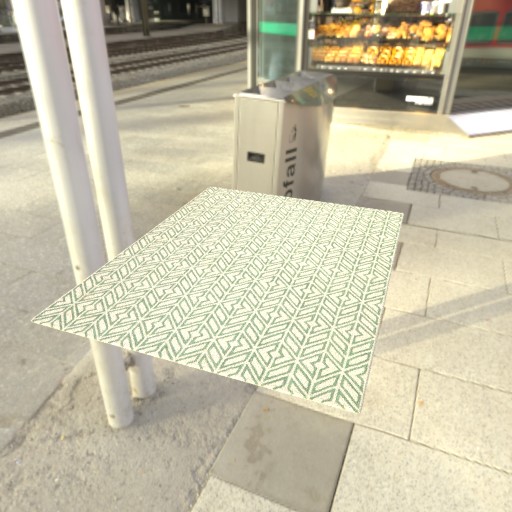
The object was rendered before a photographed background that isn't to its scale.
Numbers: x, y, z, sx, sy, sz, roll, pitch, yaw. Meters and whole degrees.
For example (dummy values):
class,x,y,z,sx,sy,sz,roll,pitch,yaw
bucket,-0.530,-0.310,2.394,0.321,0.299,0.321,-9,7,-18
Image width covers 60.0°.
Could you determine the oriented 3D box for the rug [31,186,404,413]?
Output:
class,x,y,z,sx,sy,sz,roll,pitch,yaw
rug,0.000,0.000,4.161,2.441,0.017,3.050,10,31,18
